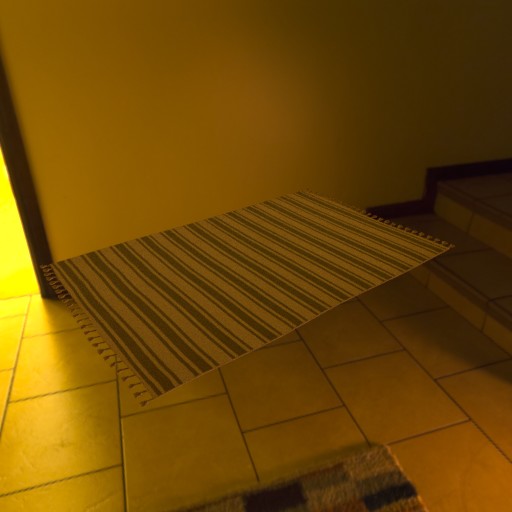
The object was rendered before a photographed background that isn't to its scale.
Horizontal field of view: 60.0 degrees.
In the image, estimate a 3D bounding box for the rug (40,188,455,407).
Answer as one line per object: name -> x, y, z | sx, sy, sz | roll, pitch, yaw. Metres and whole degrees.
rug -> 0.000, 0.000, 2.325 | 1.875, 0.013, 1.162 | -20, 35, -33
